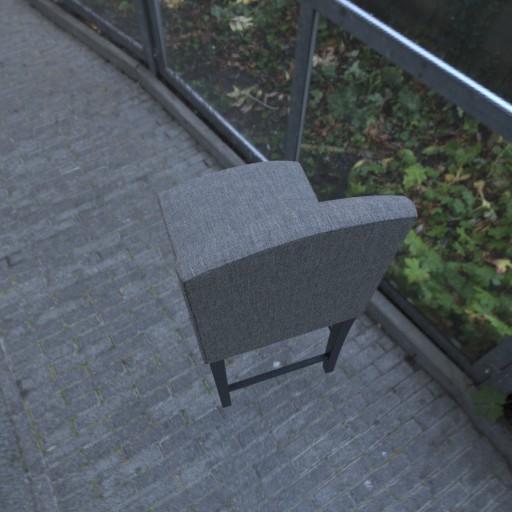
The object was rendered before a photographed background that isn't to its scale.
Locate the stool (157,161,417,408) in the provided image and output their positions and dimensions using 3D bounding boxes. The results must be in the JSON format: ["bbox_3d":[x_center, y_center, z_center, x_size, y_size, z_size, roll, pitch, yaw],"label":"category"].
[{"bbox_3d":[0.000,0.000,1.268,0.451,0.966,0.552,-16,59,-10],"label":"stool"}]
